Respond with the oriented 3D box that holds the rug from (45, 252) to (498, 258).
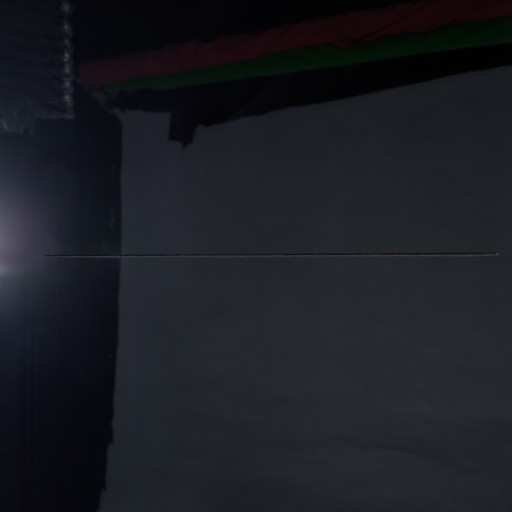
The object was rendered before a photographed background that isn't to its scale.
[{"bbox_3d":[0.000,0.000,2.476,2.287,0.011,0.687,0,-1,18],"label":"rug"}]
